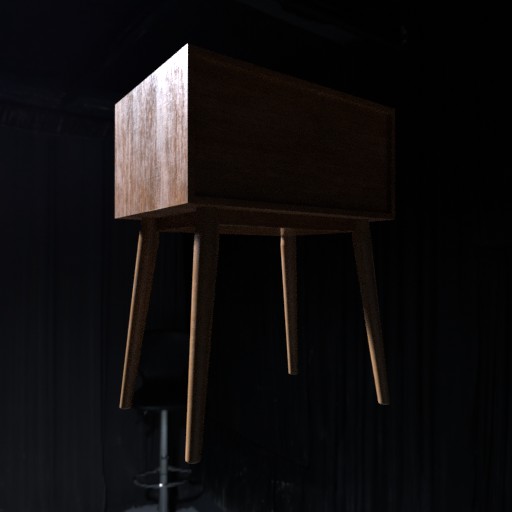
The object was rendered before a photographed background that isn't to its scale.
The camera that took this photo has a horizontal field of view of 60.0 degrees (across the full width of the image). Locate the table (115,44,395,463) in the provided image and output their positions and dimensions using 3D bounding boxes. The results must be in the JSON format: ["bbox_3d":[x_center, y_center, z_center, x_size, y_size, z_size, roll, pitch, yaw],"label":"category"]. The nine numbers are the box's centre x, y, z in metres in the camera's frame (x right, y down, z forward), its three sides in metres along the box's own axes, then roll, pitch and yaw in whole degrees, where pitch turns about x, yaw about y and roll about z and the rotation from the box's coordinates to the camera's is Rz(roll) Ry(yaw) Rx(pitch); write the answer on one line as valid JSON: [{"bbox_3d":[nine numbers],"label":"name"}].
[{"bbox_3d":[0.000,0.000,0.864,0.454,0.580,0.307,0,0,-36],"label":"table"}]
